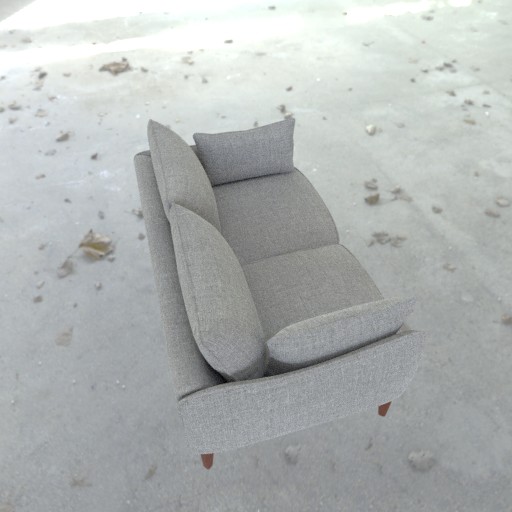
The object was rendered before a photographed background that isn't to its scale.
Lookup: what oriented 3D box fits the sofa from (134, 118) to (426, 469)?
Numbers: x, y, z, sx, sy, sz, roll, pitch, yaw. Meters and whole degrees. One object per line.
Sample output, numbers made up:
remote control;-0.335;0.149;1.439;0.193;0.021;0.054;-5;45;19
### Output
sofa;0.000;0.000;2.136;0.972;0.851;1.580;-12;47;-11
